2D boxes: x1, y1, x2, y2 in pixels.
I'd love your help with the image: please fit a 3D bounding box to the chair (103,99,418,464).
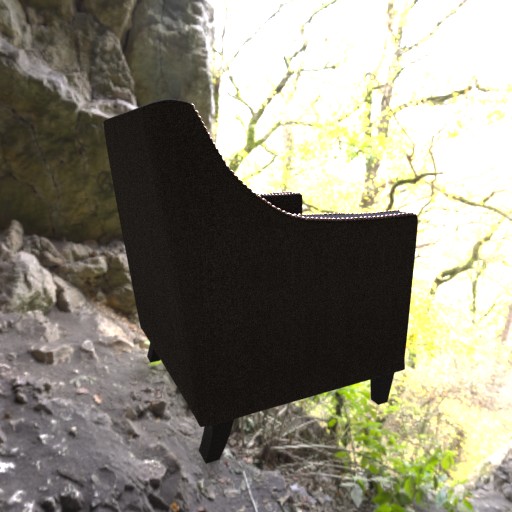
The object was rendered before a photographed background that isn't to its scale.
[{"bbox_3d":[0.000,0.000,1.584,0.884,0.967,0.776,-7,15,-25],"label":"chair"}]
